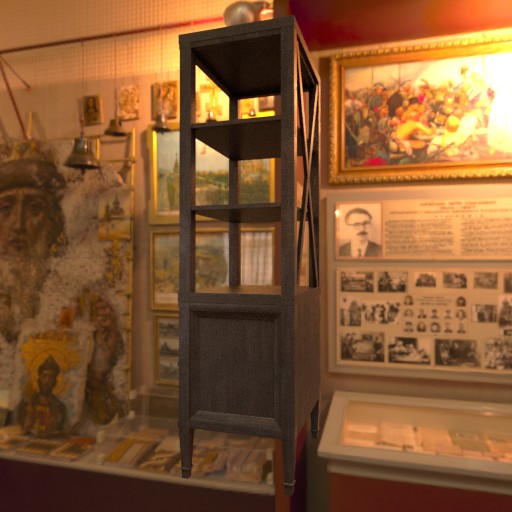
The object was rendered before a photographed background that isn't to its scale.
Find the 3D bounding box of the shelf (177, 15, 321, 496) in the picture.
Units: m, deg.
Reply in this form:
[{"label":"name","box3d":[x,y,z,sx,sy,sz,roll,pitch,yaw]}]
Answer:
[{"label":"shelf","box3d":[0.000,0.000,1.934,0.472,1.727,0.584,0,-1,18]}]
